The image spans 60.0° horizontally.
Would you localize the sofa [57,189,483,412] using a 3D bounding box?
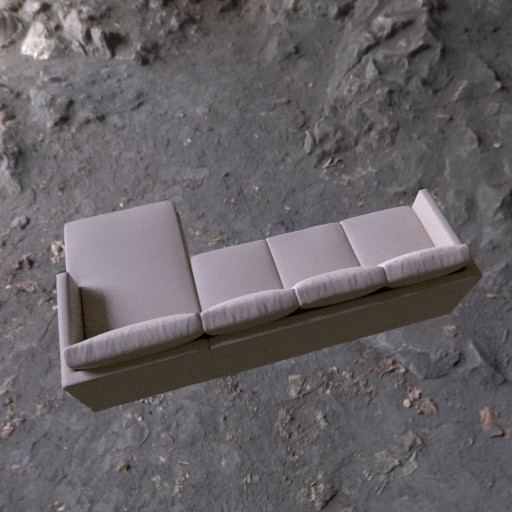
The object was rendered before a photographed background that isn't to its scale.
[{"bbox_3d":[0.000,0.000,3.795,3.206,0.871,1.622,-14,59,-8],"label":"sofa"}]
